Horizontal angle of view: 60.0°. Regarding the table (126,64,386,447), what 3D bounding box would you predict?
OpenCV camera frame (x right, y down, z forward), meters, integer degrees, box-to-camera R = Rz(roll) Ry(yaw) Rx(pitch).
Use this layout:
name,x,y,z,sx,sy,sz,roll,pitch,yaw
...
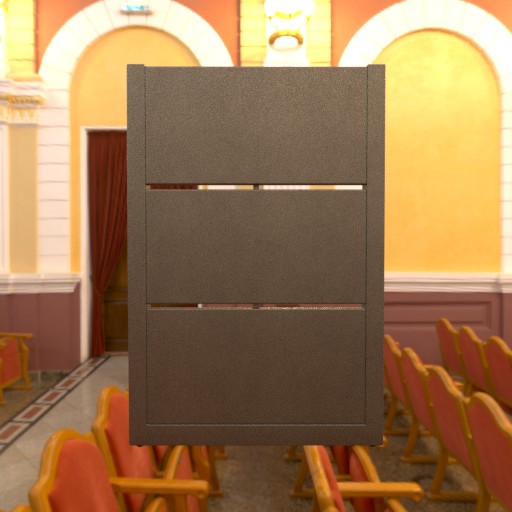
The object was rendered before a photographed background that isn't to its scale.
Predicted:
name,x,y,z,sx,sy,sz,roll,pitch,yaw
table,0.000,0.000,0.907,0.405,0.609,0.420,0,1,0
